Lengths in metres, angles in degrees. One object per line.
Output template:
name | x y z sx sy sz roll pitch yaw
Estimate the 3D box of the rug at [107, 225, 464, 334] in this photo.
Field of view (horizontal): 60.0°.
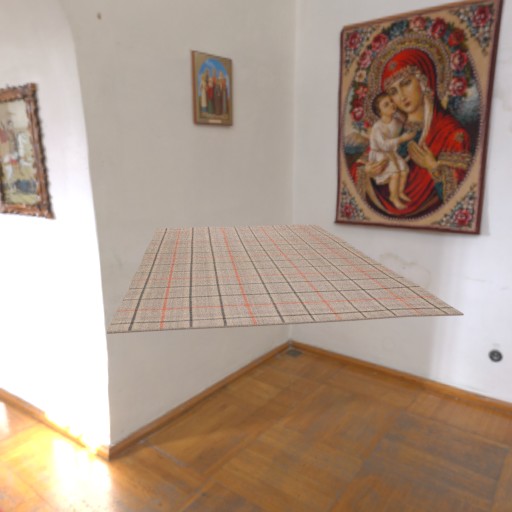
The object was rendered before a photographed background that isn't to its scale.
rug | 0.000 0.000 3.033 1.524 0.015 2.439 -2 13 -7
